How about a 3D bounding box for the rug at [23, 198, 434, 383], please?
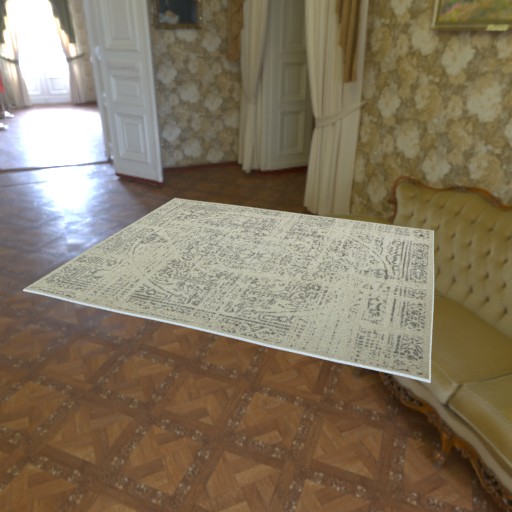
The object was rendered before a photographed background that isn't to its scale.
[{"bbox_3d":[0.000,0.000,3.862,2.921,0.032,2.311,9,27,18],"label":"rug"}]
